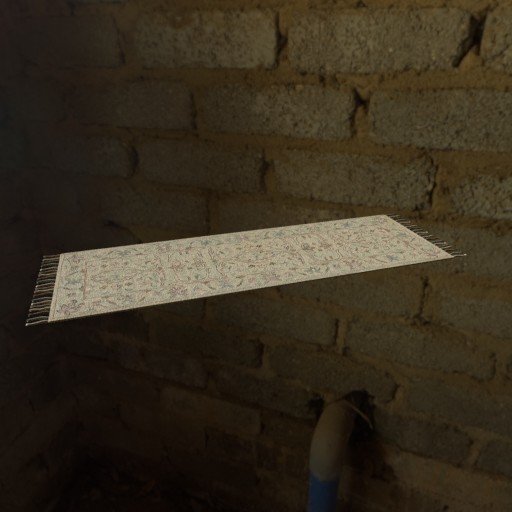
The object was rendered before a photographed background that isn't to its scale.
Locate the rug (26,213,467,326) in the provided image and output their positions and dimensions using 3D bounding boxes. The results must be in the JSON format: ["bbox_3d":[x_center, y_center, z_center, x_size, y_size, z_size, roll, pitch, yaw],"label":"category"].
[{"bbox_3d":[0.000,0.000,2.670,2.440,0.013,0.769,-8,27,-16],"label":"rug"}]
